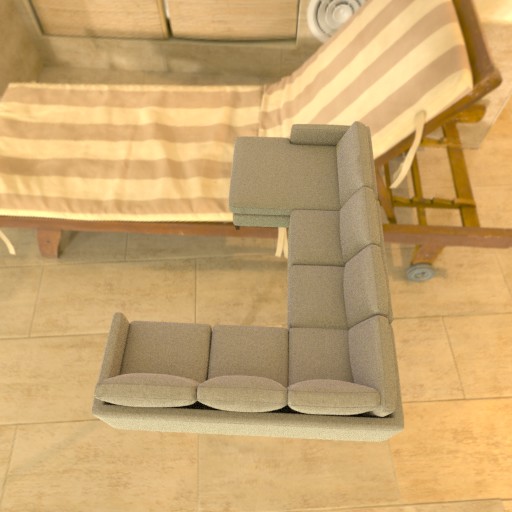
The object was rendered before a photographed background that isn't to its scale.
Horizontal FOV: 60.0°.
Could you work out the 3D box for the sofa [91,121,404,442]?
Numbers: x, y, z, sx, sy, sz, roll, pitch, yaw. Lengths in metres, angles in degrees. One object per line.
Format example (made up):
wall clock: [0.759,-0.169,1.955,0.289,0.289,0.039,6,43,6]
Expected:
sofa: [0.000,0.000,4.660,2.593,0.959,3.460,2,59,1]
